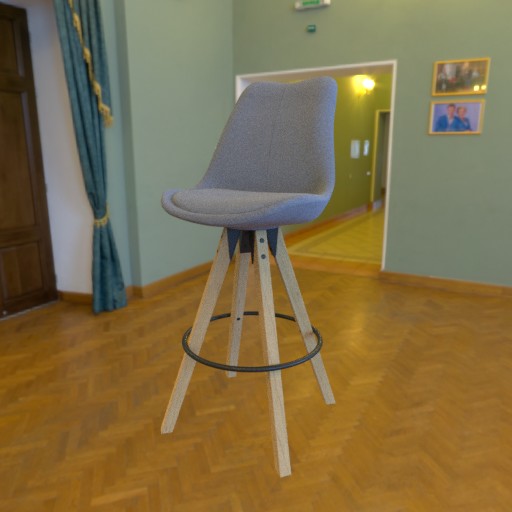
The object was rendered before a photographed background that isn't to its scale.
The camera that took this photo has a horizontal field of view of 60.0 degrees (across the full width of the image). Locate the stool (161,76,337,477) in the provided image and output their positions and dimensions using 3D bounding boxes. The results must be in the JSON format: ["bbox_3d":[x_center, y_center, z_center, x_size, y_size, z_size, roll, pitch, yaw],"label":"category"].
[{"bbox_3d":[0.000,0.000,1.404,0.485,1.115,0.550,7,15,27],"label":"stool"}]
